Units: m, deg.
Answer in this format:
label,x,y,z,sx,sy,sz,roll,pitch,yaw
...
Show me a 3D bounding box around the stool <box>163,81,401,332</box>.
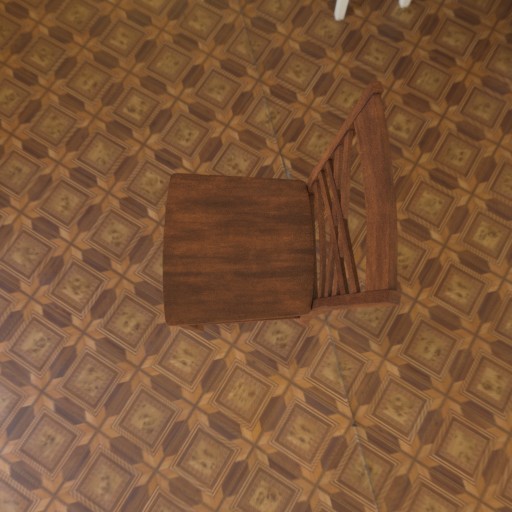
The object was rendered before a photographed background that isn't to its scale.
label,x,y,z,sx,sy,sz,roll,pitch,yaw
stool,0.000,0.000,1.323,0.504,1.098,0.426,-1,77,0
